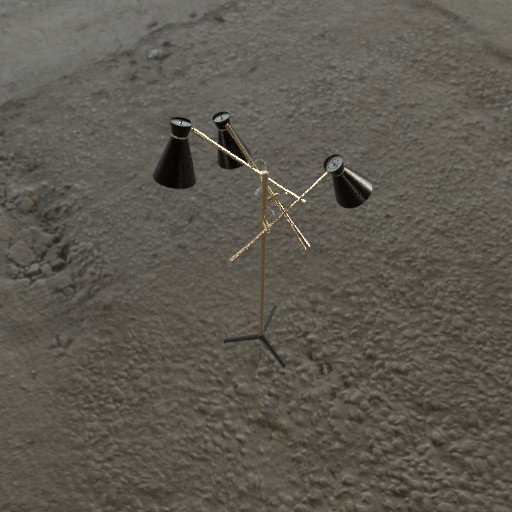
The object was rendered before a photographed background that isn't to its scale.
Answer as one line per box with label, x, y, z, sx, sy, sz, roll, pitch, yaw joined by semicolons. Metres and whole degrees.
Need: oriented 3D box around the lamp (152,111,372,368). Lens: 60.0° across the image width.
lamp;0.000;0.000;2.233;0.750;1.804;0.653;-32;63;-19
